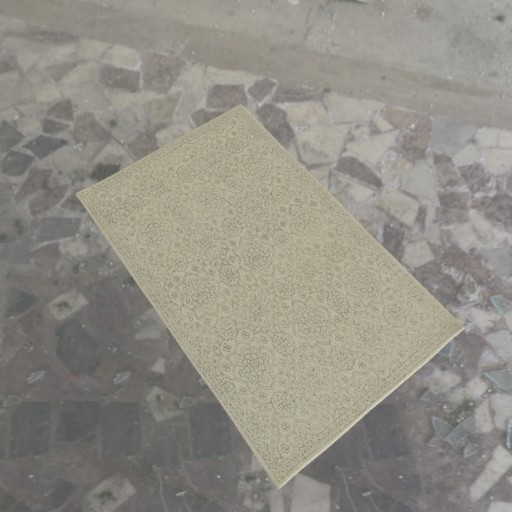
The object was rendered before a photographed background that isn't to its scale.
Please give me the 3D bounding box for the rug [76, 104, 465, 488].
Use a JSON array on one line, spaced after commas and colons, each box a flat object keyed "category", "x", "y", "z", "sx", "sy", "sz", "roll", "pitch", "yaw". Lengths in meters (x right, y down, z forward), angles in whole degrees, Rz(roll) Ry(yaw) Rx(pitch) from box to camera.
[{"category": "rug", "x": 0.000, "y": 0.000, "z": 2.443, "sx": 1.214, "sy": 0.023, "sz": 1.947, "roll": -34, "pitch": 68, "yaw": -16}]
